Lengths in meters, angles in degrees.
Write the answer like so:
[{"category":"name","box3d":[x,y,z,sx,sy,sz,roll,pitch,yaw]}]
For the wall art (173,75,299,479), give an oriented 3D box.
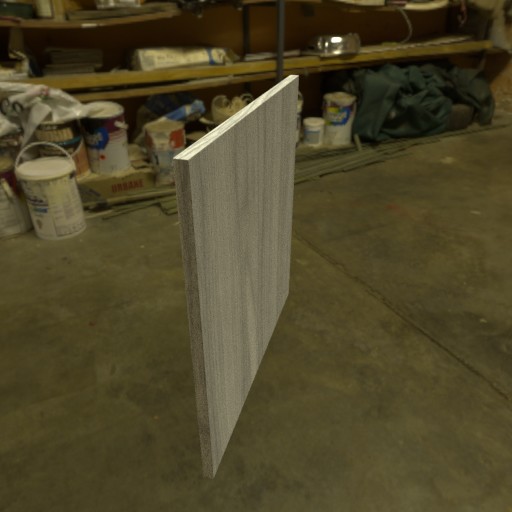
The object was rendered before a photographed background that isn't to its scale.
[{"category":"wall art","box3d":[0.000,0.000,0.762,0.016,0.507,0.508,9,32,14]}]
